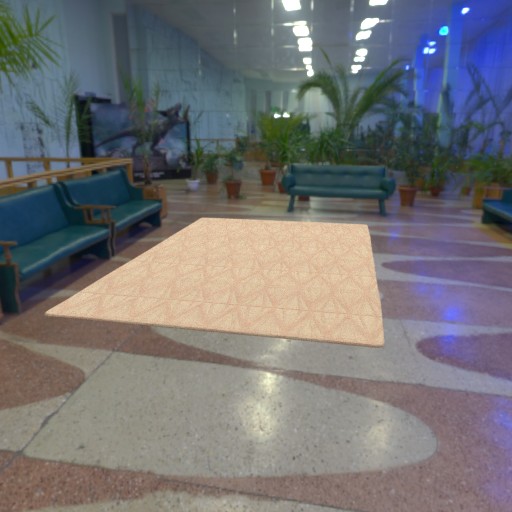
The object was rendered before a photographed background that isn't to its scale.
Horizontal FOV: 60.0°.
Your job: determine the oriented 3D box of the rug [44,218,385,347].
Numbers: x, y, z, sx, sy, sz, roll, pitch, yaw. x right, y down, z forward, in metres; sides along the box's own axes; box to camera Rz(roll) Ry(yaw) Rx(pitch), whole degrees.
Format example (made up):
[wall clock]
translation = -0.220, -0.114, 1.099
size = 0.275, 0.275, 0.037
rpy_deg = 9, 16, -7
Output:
[rug]
translation = 0.000, 0.000, 3.099
size = 1.609, 0.015, 2.390
rpy_deg = 3, 17, 11
